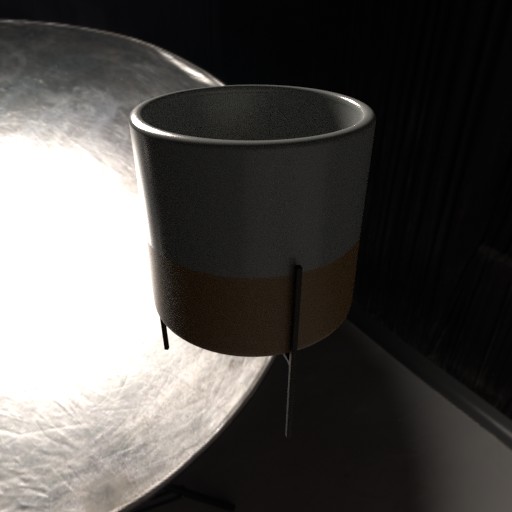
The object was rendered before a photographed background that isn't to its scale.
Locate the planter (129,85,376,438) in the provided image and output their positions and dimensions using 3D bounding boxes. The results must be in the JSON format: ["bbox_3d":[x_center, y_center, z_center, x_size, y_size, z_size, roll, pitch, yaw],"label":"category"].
[{"bbox_3d":[0.000,0.000,0.661,0.310,0.432,0.310,-19,36,-28],"label":"planter"}]
